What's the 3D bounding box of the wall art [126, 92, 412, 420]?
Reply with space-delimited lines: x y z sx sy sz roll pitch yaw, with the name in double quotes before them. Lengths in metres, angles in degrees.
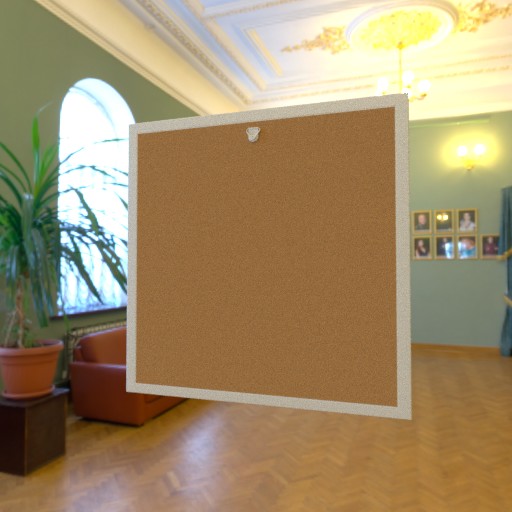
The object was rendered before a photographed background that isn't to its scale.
"wall art" 0.000 0.000 1.159 0.761 0.762 0.050 0 -2 18
